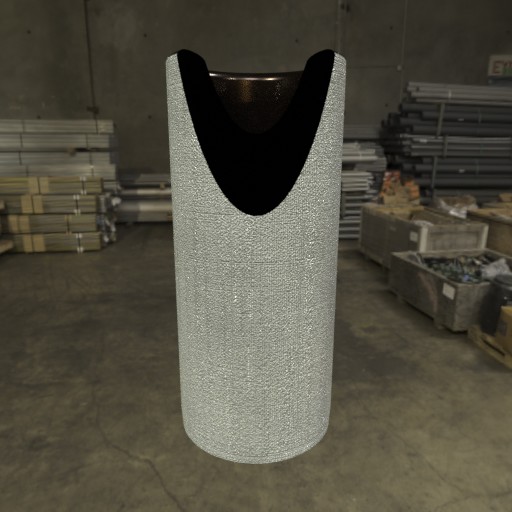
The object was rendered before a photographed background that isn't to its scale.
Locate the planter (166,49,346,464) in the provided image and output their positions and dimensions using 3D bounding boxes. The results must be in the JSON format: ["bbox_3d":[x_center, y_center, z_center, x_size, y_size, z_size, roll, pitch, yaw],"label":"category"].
[{"bbox_3d":[0.000,0.000,0.126,0.045,0.103,0.045,-2,14,-8],"label":"planter"}]
